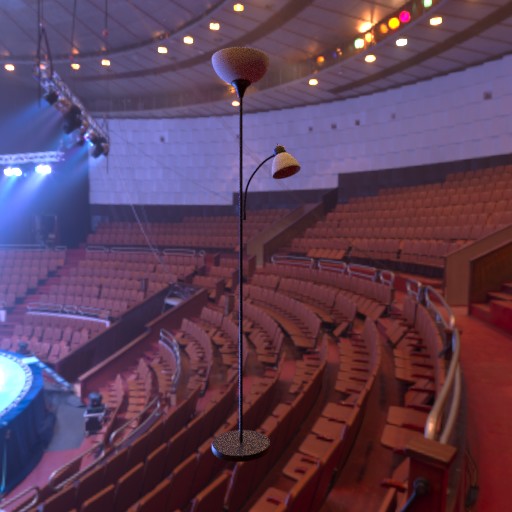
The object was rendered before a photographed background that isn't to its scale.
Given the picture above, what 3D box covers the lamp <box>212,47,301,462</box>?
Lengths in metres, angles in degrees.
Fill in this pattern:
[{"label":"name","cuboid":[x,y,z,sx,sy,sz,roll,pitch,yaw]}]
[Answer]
[{"label":"lamp","cuboid":[0.000,0.000,2.013,0.442,1.804,0.279,1,1,35]}]
